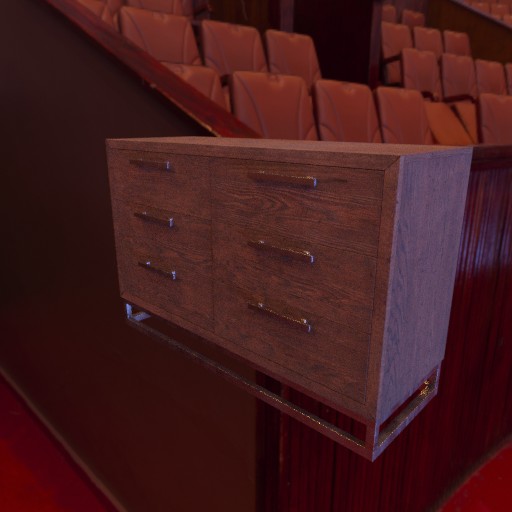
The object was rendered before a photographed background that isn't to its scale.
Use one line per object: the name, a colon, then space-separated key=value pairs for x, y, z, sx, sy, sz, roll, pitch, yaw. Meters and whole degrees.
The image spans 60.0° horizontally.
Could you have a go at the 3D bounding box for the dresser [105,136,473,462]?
dresser: x=0.000 y=0.000 z=2.134 sx=1.646 sy=1.061 sz=0.623 roll=15 pitch=23 yaw=41
